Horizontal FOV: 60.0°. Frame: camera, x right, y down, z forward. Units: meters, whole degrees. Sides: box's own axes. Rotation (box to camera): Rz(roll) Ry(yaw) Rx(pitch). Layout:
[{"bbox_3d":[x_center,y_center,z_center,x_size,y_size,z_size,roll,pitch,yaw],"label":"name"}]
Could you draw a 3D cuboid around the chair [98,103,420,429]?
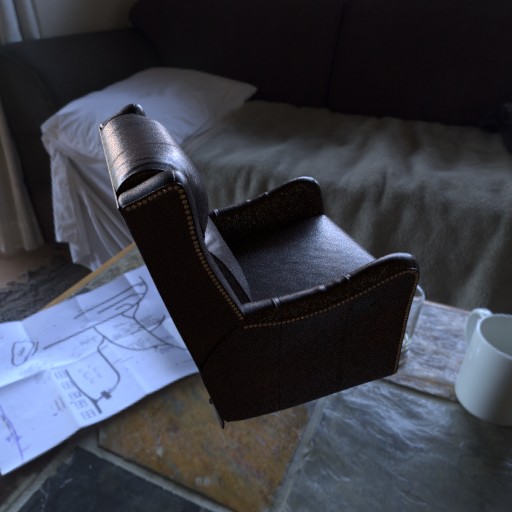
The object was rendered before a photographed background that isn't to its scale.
[{"bbox_3d":[0.000,0.000,1.789,1.008,1.084,0.869,-11,33,-17],"label":"chair"}]
